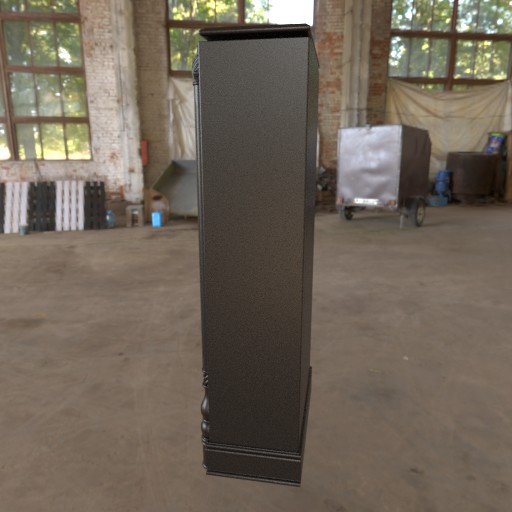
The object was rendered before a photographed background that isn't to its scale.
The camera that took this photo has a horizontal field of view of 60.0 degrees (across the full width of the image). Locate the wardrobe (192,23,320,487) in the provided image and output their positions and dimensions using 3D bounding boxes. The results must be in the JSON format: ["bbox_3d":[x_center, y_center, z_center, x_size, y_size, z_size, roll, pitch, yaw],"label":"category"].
[{"bbox_3d":[0.000,0.000,1.169,0.295,1.011,0.444,2,14,10],"label":"wardrobe"}]
